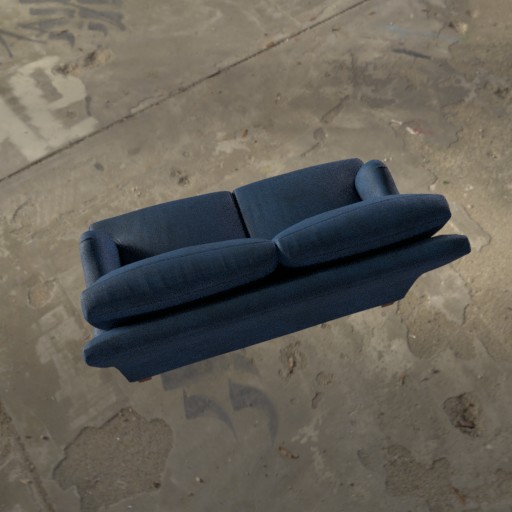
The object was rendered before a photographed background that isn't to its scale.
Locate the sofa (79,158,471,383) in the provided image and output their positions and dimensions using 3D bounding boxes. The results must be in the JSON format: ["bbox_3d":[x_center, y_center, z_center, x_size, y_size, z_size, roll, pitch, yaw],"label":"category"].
[{"bbox_3d":[0.000,0.000,2.547,1.853,1.101,1.084,-15,60,-9],"label":"sofa"}]
